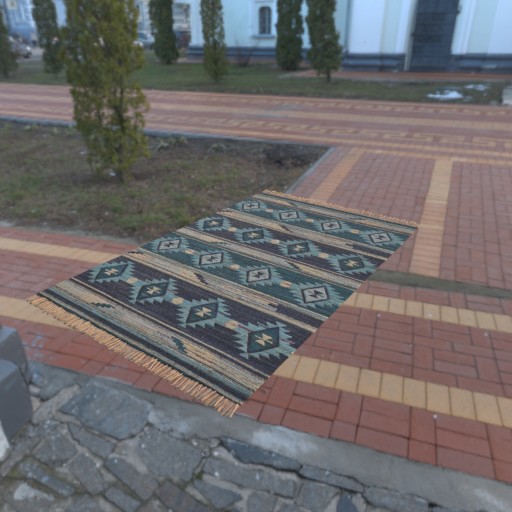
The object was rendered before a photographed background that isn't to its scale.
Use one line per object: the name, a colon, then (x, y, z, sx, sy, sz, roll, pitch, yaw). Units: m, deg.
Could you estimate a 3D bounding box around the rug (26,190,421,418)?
rug: (0.000, 0.000, 2.371, 1.181, 0.028, 1.936, 18, 32, 32)
